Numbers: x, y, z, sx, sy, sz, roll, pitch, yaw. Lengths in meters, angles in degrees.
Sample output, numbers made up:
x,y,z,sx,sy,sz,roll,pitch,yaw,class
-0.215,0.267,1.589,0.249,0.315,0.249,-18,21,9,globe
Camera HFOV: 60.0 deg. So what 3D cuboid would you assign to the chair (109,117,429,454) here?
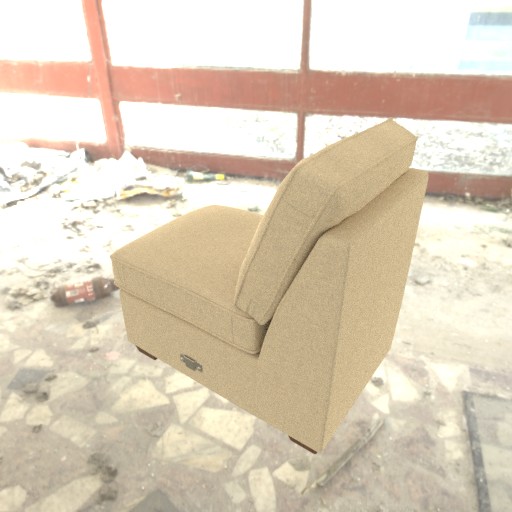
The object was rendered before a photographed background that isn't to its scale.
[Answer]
x,y,z,sx,sy,sz,roll,pitch,yaw,class
0.000,0.000,1.602,0.938,0.970,0.621,20,36,30,chair
